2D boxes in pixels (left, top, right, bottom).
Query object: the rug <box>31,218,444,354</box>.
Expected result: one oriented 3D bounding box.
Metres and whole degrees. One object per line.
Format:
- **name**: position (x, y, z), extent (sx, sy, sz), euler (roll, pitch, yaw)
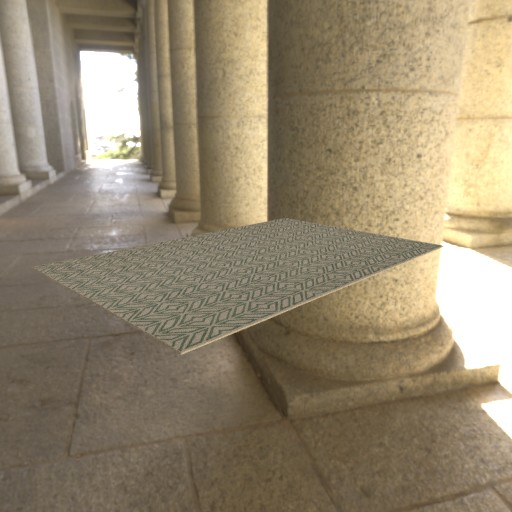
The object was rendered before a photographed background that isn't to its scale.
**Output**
- **rug**: position (0.000, 0.000, 2.327), extent (1.828, 0.007, 1.220), euler (-15, 21, -43)
